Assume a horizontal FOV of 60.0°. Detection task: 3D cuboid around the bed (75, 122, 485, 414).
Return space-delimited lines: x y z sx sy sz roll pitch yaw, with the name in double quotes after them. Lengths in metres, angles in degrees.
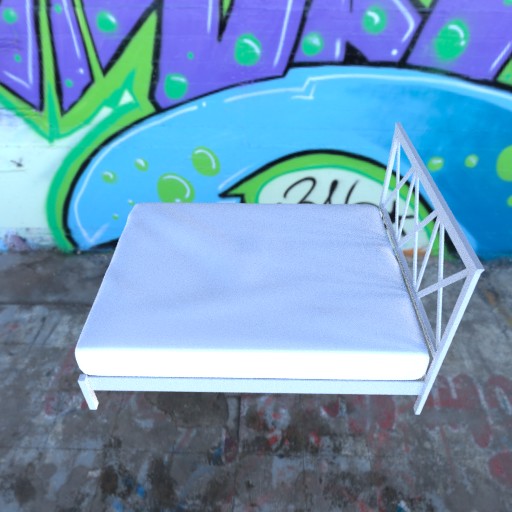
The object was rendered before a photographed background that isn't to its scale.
0.000 0.000 3.097 2.135 1.253 1.673 1 40 1 "bed"
